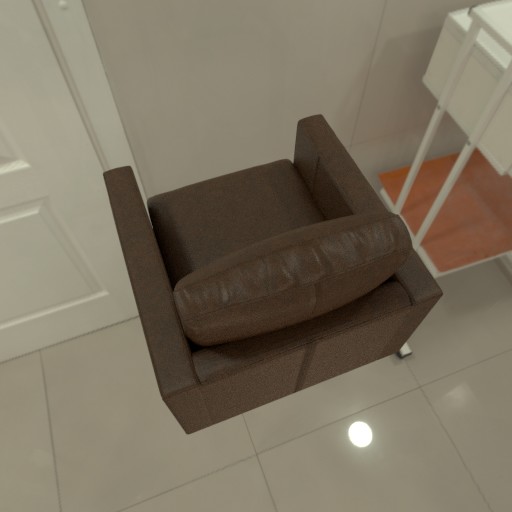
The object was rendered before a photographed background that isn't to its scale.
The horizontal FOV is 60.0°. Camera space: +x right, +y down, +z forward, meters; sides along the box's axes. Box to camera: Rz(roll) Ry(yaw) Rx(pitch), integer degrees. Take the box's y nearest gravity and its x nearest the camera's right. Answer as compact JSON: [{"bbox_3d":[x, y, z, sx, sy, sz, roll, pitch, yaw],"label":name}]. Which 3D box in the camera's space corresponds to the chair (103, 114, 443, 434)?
[{"bbox_3d":[0.000,0.000,1.667,0.890,0.956,0.909,-18,60,-11],"label":"chair"}]
